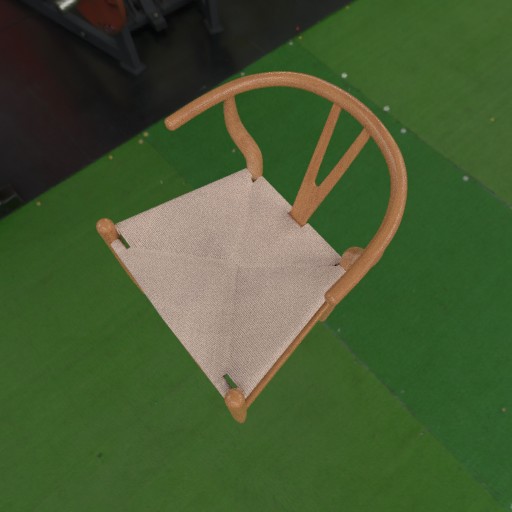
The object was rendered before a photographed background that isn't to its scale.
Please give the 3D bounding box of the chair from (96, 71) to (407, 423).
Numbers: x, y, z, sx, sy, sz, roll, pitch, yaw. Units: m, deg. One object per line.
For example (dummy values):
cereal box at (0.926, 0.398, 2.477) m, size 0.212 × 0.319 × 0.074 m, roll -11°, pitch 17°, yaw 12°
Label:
chair at (0.000, 0.000, 1.168) m, size 0.579 × 0.730 × 0.569 m, roll -36°, pitch 70°, yaw -15°
